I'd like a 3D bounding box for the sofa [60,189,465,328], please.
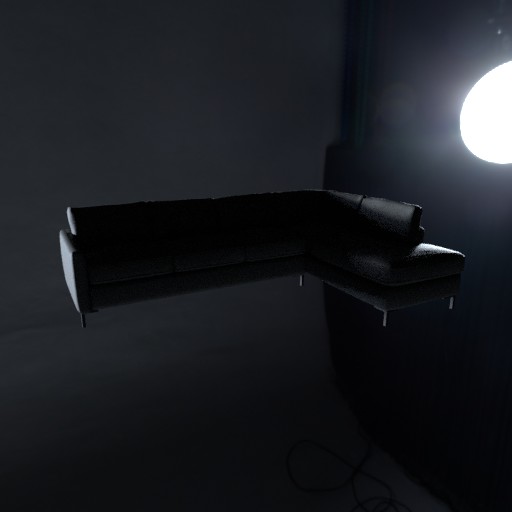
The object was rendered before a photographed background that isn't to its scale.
[{"bbox_3d":[0.000,0.000,3.851,2.972,0.858,1.984,-8,17,-27],"label":"sofa"}]
